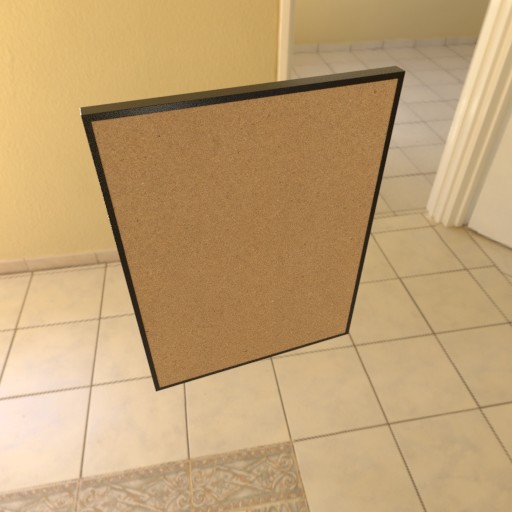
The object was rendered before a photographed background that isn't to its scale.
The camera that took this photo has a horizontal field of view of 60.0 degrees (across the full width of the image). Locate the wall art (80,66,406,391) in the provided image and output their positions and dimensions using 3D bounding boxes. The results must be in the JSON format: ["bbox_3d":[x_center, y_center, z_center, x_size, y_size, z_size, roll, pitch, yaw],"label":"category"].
[{"bbox_3d":[0.000,0.000,1.380,0.788,1.046,0.043,-13,43,-15],"label":"wall art"}]
